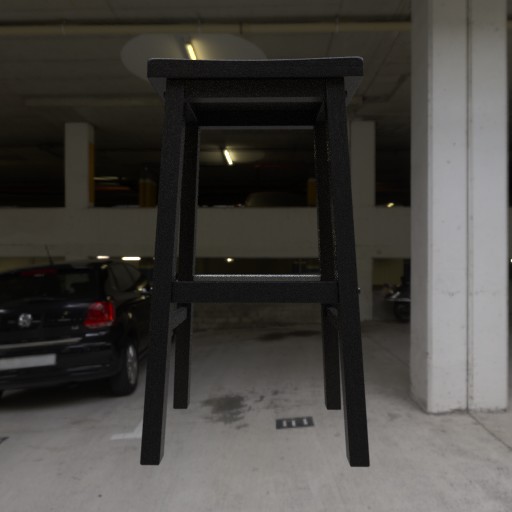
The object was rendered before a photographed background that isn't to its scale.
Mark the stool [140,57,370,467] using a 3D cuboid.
[{"bbox_3d":[0.000,0.000,0.941,0.406,0.742,0.322,0,0,1],"label":"stool"}]
